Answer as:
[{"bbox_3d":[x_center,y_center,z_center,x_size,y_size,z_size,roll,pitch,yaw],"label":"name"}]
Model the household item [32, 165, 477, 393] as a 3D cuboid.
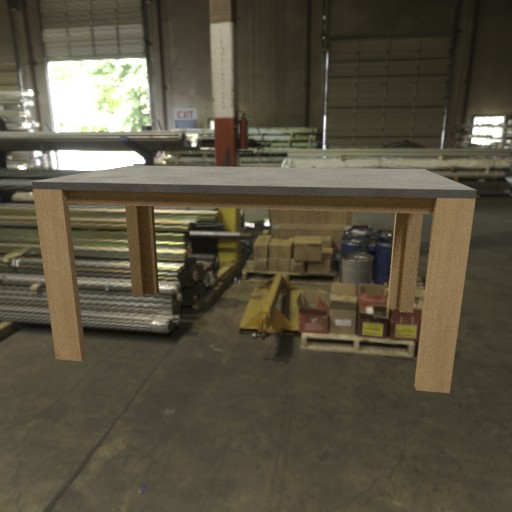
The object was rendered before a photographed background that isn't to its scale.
[{"bbox_3d":[0.000,0.000,2.077,1.600,0.755,0.850,3,16,9],"label":"household item"}]
